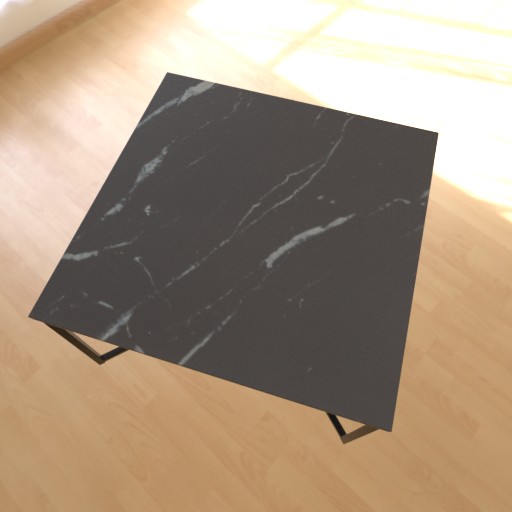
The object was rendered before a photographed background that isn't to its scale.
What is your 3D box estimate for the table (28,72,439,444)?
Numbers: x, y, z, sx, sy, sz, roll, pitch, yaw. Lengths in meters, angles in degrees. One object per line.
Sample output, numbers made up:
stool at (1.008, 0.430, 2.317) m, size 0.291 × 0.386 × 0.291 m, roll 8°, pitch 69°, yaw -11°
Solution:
table at (0.000, 0.000, 1.291) m, size 0.800 × 0.450 × 0.800 m, roll 15°, pitch 64°, yaw 8°
